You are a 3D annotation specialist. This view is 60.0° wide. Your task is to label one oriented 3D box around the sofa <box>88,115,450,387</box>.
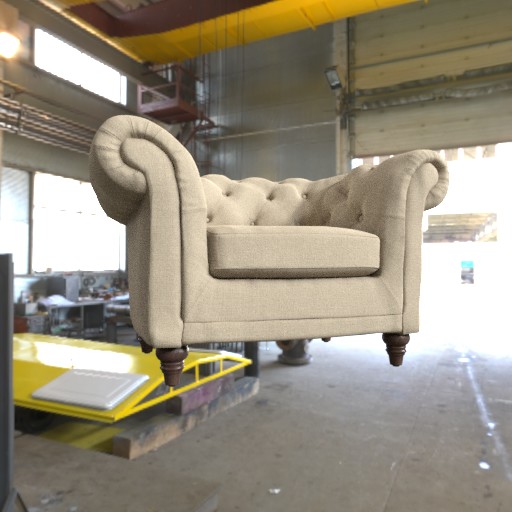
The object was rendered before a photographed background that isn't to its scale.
[{"bbox_3d":[0.000,0.000,1.997,1.405,0.878,1.034,0,-1,-19],"label":"sofa"}]
